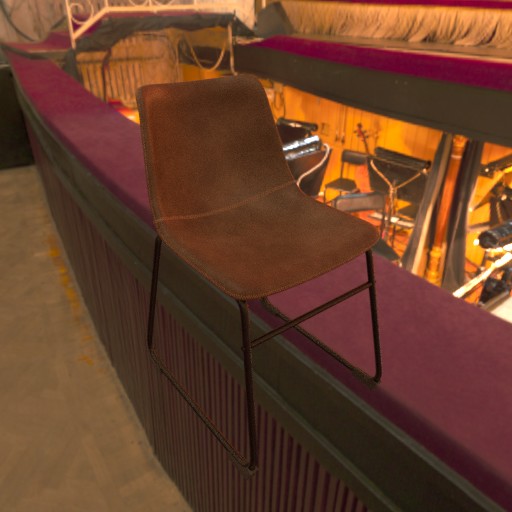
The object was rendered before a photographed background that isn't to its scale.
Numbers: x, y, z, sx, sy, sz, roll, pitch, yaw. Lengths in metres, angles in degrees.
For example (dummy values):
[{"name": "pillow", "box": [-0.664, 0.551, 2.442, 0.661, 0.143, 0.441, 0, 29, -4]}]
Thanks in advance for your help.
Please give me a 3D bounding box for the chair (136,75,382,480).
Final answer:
[{"name": "chair", "box": [0.000, 0.000, 1.115, 0.460, 0.780, 0.551, -21, 36, -32]}]
